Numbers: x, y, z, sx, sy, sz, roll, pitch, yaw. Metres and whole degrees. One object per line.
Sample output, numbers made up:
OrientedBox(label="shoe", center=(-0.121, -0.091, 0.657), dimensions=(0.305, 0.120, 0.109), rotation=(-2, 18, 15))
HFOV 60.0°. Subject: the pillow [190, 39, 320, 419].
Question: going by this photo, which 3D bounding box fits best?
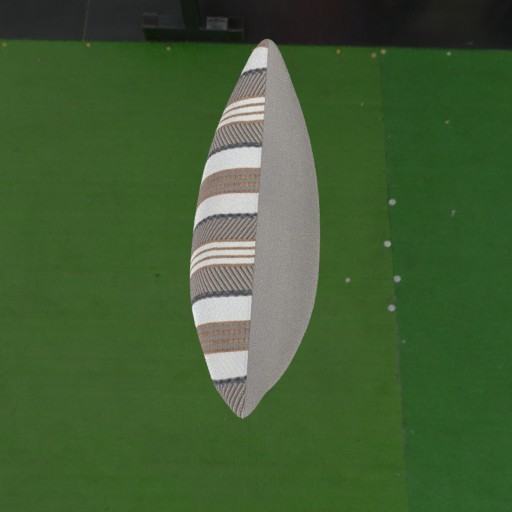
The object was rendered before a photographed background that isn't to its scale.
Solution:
OrientedBox(label="pillow", center=(0.000, 0.000, 0.647), dimensions=(0.173, 0.401, 0.416), rotation=(3, 75, 1))
